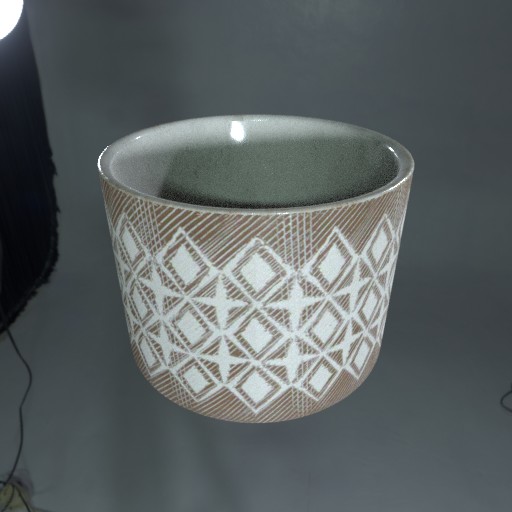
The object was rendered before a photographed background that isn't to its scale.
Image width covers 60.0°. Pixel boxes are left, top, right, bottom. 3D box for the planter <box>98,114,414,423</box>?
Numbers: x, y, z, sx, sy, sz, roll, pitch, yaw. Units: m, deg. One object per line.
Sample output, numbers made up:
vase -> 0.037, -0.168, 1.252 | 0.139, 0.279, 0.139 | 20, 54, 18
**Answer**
planter -> 0.000, 0.000, 0.211 | 0.126, 0.104, 0.126 | 0, 30, 0
